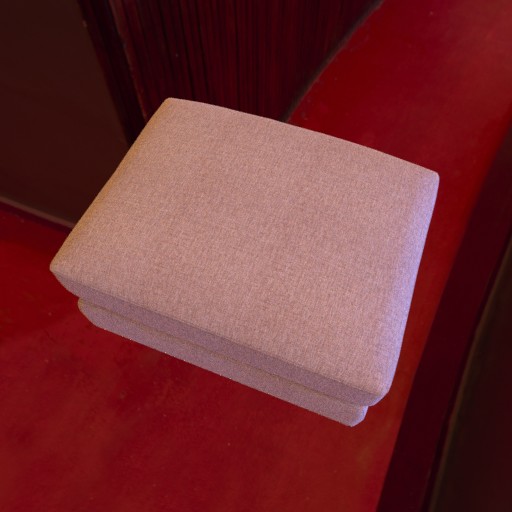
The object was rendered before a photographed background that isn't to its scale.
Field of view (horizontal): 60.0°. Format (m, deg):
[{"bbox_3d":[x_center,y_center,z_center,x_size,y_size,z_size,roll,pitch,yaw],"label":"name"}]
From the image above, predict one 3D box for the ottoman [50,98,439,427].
[{"bbox_3d":[0.000,0.000,1.151,0.741,0.513,0.584,19,62,10],"label":"ottoman"}]
